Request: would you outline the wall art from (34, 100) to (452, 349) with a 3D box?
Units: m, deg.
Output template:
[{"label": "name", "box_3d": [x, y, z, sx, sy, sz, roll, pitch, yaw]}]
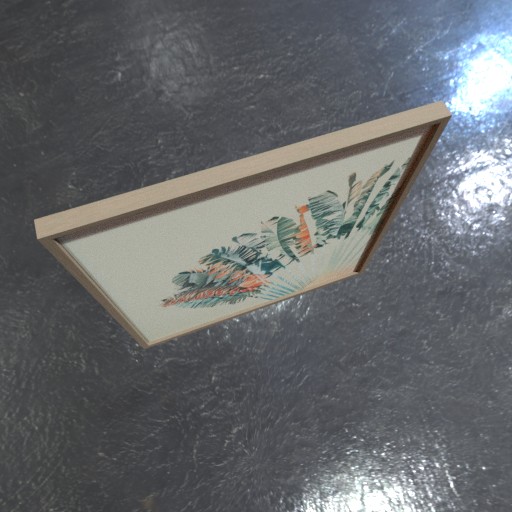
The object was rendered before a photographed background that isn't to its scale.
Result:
[{"label": "wall art", "box_3d": [0.000, 0.000, 1.119, 0.761, 0.758, 0.038, -18, 66, -8]}]
